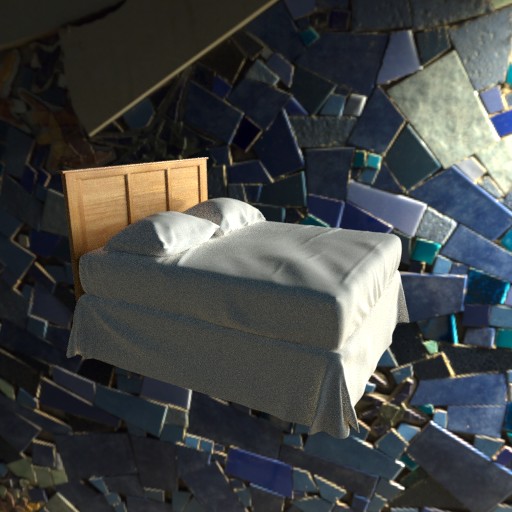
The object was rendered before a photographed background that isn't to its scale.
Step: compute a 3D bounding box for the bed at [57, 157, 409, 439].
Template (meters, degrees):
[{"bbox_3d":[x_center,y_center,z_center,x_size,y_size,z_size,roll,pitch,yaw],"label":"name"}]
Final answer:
[{"bbox_3d":[0.000,0.000,3.242,2.035,1.273,1.870,8,18,27],"label":"bed"}]
